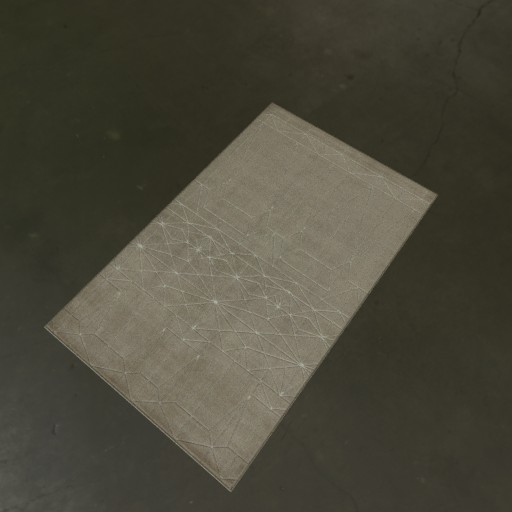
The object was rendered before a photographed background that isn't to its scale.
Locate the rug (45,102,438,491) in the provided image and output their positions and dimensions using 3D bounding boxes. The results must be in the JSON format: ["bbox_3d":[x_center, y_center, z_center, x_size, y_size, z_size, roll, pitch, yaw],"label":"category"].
[{"bbox_3d":[0.000,0.000,3.045,1.524,0.012,2.438,34,68,16],"label":"rug"}]
